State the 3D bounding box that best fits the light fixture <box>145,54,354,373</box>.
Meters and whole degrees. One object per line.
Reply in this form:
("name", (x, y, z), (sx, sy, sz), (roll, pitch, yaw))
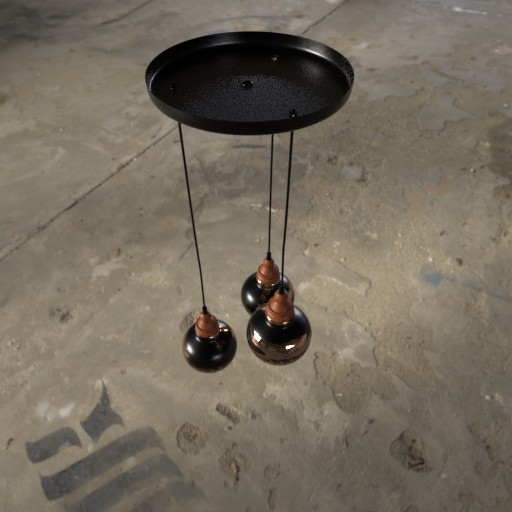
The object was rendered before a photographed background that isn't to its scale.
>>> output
("light fixture", (0.000, 0.000, 1.687), (0.608, 1.410, 0.605), (-31, 54, -27))
